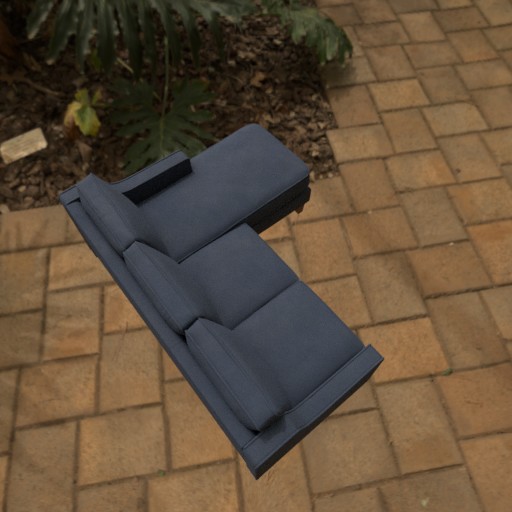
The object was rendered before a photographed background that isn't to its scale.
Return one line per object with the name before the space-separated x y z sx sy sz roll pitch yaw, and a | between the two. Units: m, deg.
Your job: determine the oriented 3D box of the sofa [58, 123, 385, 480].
sofa | 0.000 0.000 3.318 1.858 1.066 2.317 -34 65 -19
